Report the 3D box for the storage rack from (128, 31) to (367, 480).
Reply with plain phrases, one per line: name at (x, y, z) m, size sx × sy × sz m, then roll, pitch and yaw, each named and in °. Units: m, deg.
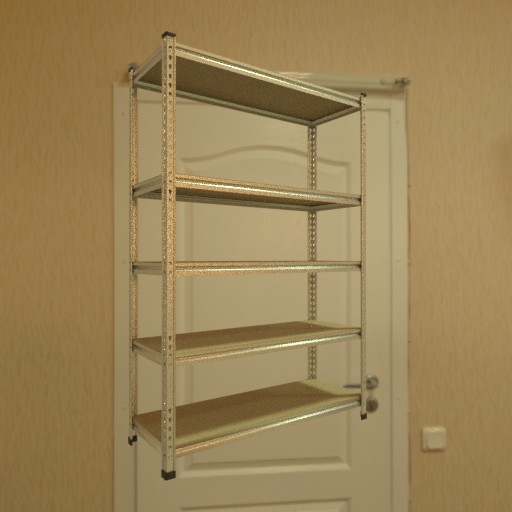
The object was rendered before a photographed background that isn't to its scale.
storage rack at (0.000, 0.000, 2.336) m, size 1.219 × 1.829 × 0.457 m, roll 0°, pitch 0°, yaw -35°
